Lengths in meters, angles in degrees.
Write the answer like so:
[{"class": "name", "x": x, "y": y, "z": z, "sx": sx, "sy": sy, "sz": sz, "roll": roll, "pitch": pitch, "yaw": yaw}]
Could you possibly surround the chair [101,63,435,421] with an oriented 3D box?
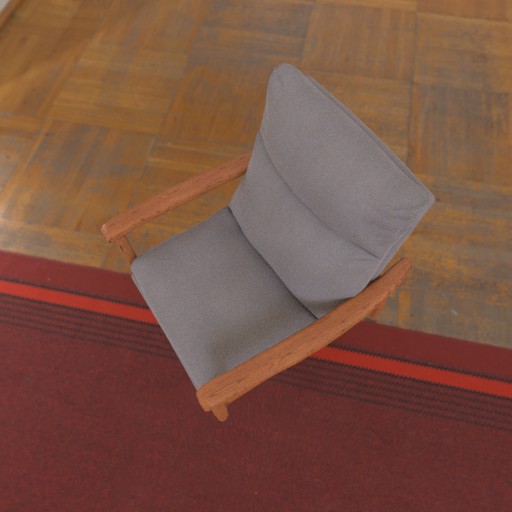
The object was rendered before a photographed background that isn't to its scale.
[{"class": "chair", "x": 0.000, "y": 0.000, "z": 1.536, "sx": 0.816, "sy": 0.922, "sz": 0.782, "roll": -30, "pitch": 66, "yaw": -15}]
